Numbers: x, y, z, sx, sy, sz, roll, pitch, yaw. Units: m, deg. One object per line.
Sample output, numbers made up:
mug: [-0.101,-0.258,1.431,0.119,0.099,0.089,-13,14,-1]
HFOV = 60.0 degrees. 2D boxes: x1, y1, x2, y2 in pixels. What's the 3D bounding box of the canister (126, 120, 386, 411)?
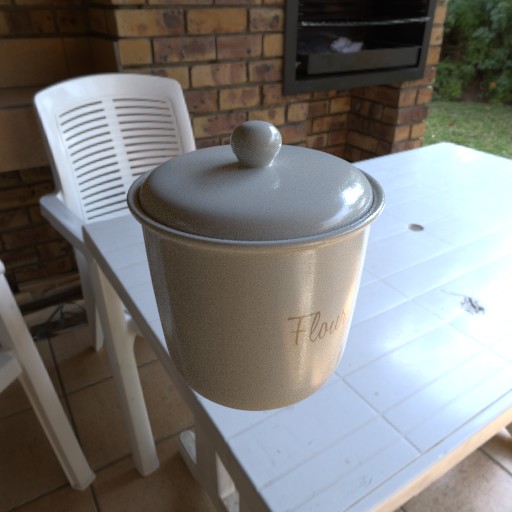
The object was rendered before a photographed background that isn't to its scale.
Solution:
canister: [0.000,0.000,0.350,0.182,0.208,0.182,0,30,0]
